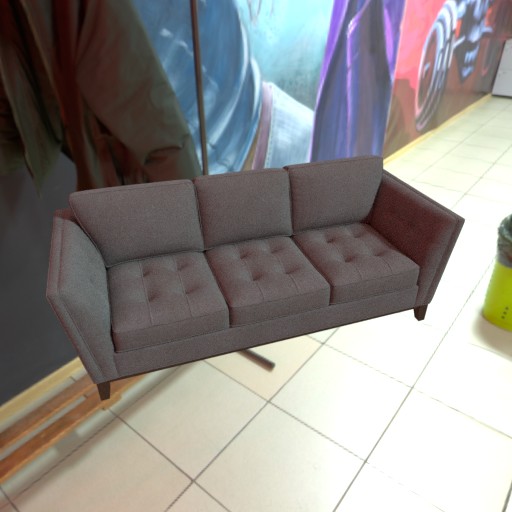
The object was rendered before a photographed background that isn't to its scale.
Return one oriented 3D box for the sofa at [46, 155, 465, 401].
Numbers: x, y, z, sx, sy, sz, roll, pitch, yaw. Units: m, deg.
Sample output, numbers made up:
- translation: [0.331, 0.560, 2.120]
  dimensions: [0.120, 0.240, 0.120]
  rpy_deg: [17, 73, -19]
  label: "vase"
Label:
- translation: [0.000, 0.000, 2.923]
  dimensions: [2.387, 0.940, 0.965]
  rpy_deg: [-10, 34, -16]
  label: "sofa"
